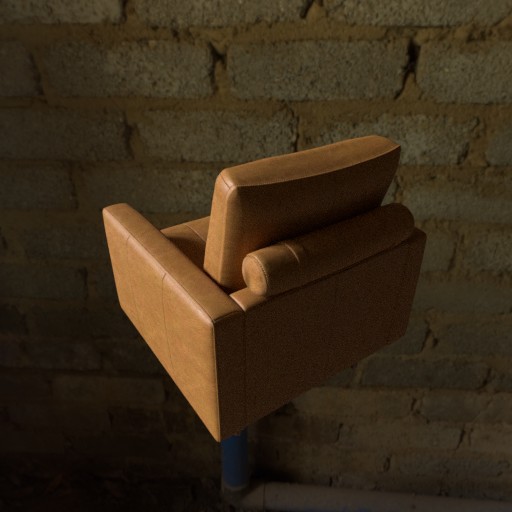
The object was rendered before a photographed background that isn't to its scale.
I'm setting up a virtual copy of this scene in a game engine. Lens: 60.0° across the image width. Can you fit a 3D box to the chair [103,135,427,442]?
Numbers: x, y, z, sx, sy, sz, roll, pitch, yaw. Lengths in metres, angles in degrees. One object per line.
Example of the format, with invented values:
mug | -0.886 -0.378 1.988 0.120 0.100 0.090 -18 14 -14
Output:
chair | 0.000 0.000 1.570 0.831 0.896 0.868 -20 36 -29
